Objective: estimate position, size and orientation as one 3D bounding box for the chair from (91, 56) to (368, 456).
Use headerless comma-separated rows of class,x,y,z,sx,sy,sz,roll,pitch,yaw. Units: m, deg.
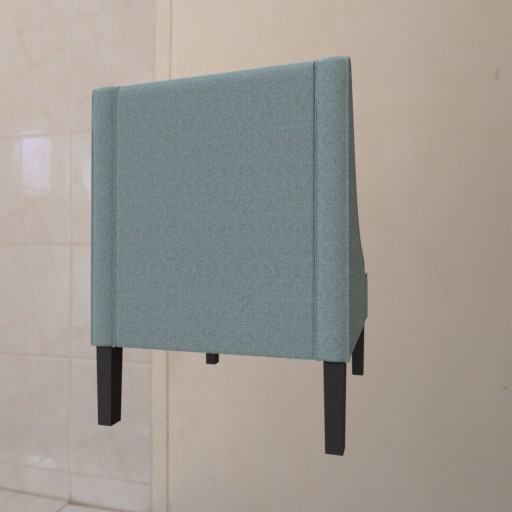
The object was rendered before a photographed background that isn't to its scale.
chair,0.000,0.000,1.832,0.857,1.133,1.025,0,0,17
